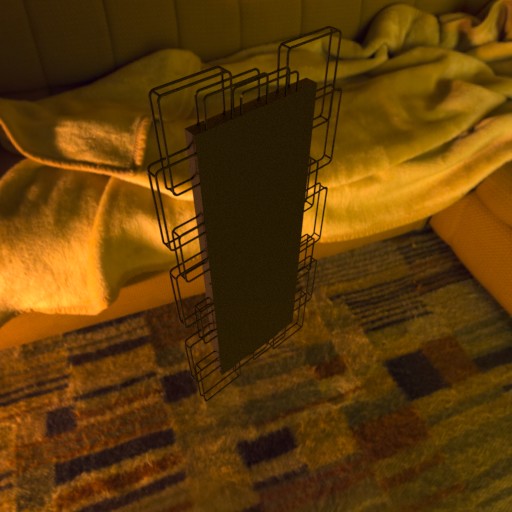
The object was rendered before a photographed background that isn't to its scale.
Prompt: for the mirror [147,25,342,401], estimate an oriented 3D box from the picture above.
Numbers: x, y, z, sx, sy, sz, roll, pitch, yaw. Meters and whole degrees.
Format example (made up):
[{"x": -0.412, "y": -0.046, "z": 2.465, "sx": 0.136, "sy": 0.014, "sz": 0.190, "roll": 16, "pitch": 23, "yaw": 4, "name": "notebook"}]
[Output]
[{"x": 0.000, "y": 0.000, "z": 1.340, "sx": 0.565, "sy": 1.192, "sz": 0.037, "roll": -32, "pitch": 54, "yaw": -27, "name": "mirror"}]
